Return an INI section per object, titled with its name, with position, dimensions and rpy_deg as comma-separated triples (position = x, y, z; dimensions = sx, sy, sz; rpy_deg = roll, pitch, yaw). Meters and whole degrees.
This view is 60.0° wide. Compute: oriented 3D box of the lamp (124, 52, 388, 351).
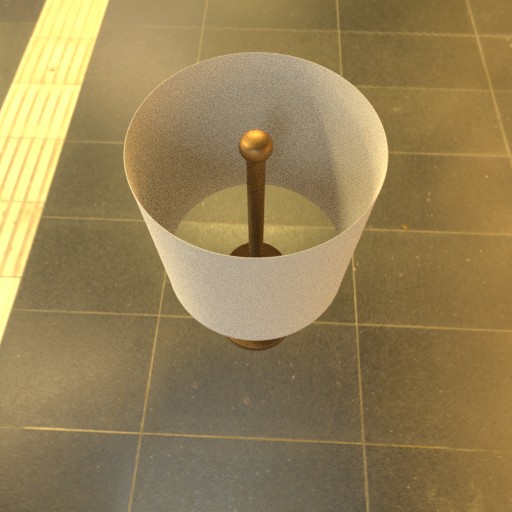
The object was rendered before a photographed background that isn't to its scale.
[lamp]
position = 0.000, 0.000, 0.532
dimensions = 0.210, 0.410, 0.210
rpy_deg = -15, 64, -8
